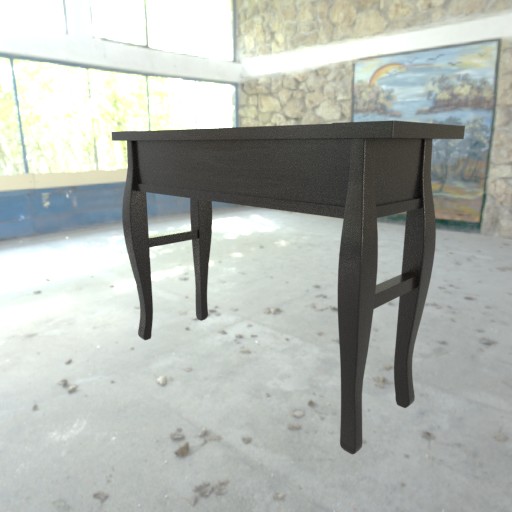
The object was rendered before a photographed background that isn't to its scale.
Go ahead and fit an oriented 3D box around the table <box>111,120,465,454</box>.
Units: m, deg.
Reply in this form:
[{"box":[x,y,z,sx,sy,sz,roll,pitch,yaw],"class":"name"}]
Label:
[{"box":[0.000,0.000,1.397,1.062,0.768,0.373,13,19,43],"class":"table"}]
